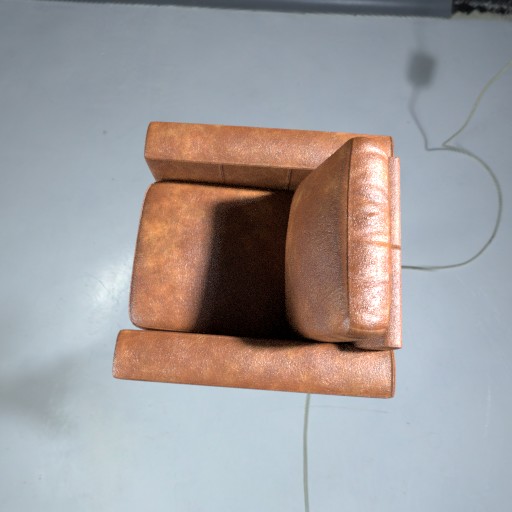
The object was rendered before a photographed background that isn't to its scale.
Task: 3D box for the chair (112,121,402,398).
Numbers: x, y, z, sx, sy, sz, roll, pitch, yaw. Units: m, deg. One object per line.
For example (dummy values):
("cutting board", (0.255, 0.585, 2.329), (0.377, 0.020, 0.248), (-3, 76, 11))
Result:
("chair", (0.000, 0.000, 1.756), (1.016, 0.873, 1.005), (4, 75, 1))
